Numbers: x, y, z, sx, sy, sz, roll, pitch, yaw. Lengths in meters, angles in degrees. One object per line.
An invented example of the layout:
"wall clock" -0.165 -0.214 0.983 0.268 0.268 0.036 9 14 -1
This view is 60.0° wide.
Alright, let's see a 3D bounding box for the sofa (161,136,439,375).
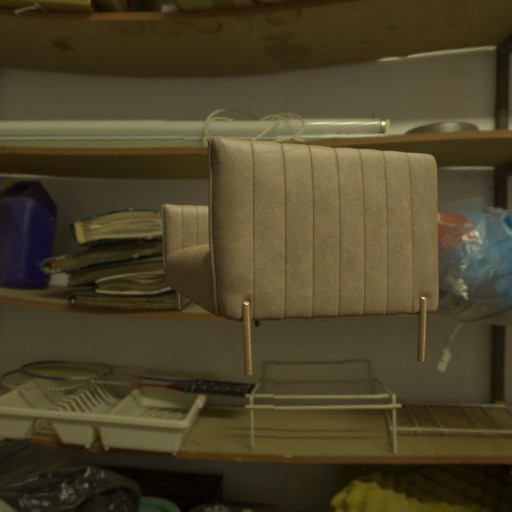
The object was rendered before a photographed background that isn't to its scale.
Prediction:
"sofa" 0.000 0.000 2.440 0.876 0.779 1.980 0 0 -17
